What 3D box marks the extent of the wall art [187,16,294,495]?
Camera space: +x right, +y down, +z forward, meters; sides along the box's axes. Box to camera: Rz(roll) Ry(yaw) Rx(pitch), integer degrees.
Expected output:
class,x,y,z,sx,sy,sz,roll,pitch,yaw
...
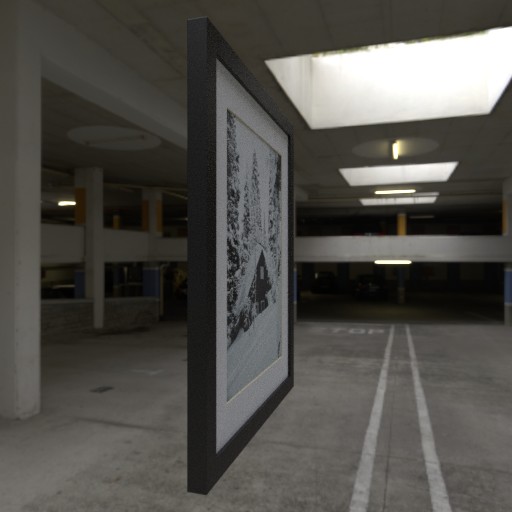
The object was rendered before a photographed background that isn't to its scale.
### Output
class,x,y,z,sx,sy,sz,roll,pitch,yaw
wall art,0.000,0.000,0.525,0.018,0.397,0.325,0,0,18
